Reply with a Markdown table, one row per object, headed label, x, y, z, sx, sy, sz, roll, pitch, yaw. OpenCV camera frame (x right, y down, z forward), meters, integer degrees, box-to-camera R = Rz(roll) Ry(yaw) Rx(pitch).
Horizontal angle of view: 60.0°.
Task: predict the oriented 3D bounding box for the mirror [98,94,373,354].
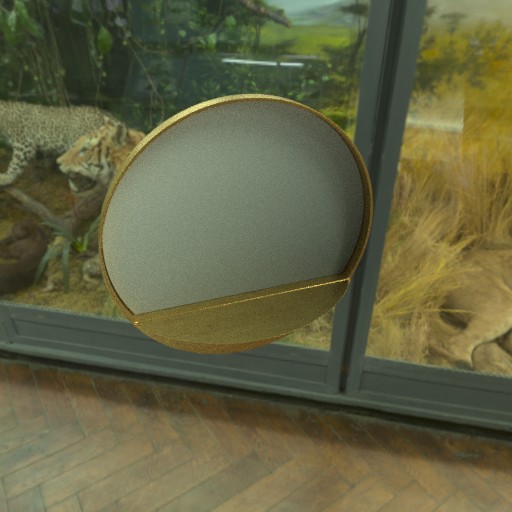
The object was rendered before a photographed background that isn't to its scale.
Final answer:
| label | x | y | z | sx | sy | sz | roll | pitch | yaw |
| --- | --- | --- | --- | --- | --- | --- | --- | --- | --- |
| mirror | 0.000 | 0.000 | 0.688 | 0.457 | 0.457 | 0.133 | -10 | 33 | -16 |
